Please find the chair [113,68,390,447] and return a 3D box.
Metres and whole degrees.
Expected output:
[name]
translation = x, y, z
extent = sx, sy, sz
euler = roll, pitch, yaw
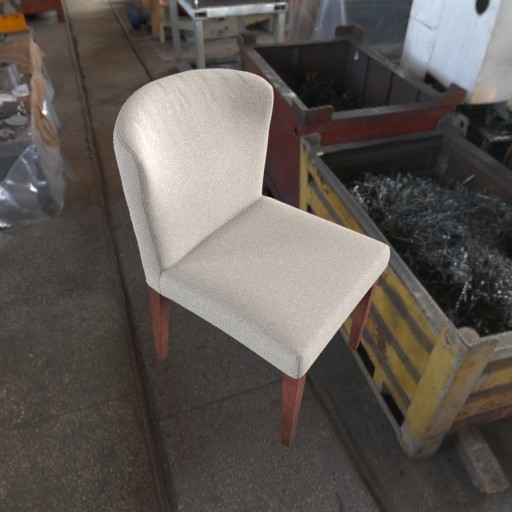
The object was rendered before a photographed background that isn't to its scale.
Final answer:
[chair]
translation = 0.000, 0.000, 1.208
extent = 0.592, 0.839, 0.491
euler = 26, 48, 26
